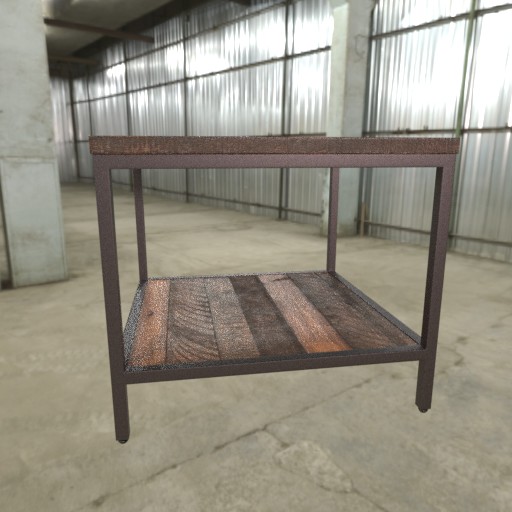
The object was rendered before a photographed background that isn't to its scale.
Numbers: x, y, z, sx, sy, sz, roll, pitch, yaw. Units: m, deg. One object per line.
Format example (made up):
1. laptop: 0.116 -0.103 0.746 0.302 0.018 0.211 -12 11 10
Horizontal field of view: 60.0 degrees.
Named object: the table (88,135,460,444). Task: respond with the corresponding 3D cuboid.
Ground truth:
1. table: 0.000 0.000 0.961 0.553 0.482 0.548 -2 13 -9
